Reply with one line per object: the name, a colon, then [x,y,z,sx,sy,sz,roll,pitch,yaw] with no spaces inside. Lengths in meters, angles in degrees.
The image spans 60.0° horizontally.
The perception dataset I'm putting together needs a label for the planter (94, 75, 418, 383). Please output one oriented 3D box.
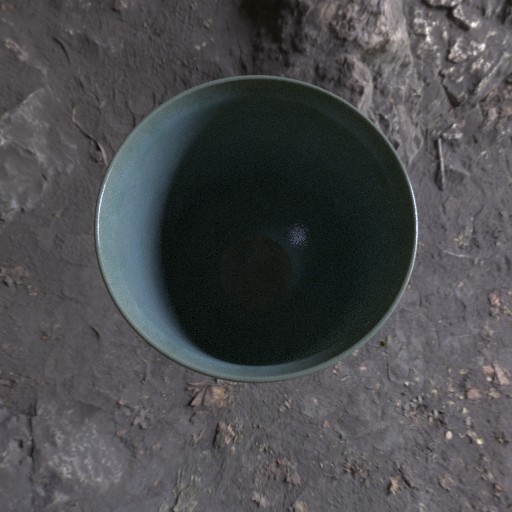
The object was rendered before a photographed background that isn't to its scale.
planter: [0.000,0.000,0.493,0.266,0.270,0.266,0,75,0]
